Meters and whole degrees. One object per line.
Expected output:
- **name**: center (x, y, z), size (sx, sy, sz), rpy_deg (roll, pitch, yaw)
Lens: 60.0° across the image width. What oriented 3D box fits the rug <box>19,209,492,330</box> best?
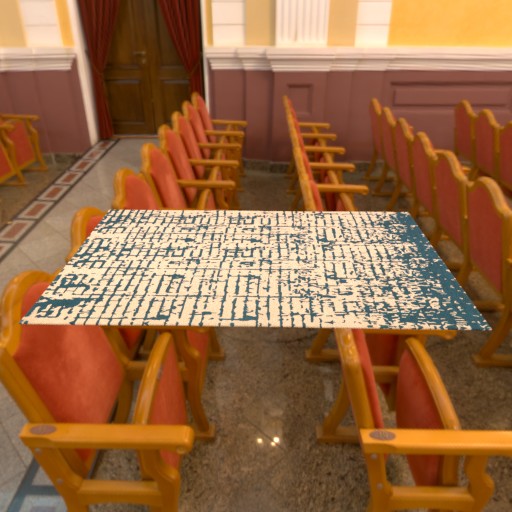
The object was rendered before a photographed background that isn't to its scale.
- **rug**: center (0.000, 0.000, 2.942), size (2.435, 0.011, 1.517), rpy_deg (1, 29, 1)
